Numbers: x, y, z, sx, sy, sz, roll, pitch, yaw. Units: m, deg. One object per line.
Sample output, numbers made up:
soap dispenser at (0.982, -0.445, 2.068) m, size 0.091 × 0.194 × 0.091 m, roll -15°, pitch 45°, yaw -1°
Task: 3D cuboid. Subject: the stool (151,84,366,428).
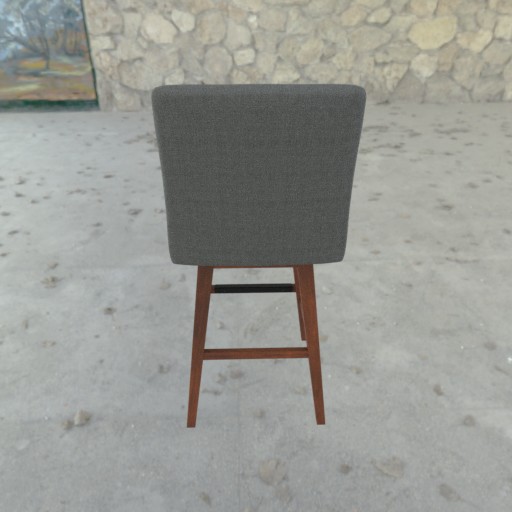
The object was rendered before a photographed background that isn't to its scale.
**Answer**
stool at (0.000, 0.000, 1.255) m, size 0.447 × 0.977 × 0.524 m, roll -1°, pitch 29°, yaw -1°
